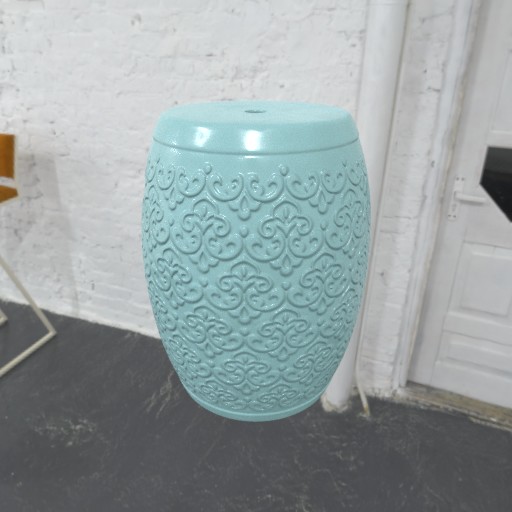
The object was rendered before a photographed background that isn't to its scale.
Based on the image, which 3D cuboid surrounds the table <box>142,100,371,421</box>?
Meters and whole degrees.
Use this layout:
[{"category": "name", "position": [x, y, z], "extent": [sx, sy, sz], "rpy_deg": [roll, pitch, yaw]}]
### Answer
[{"category": "table", "position": [0.000, 0.000, 0.628], "extent": [0.309, 0.397, 0.309], "rpy_deg": [0, 25, 0]}]
